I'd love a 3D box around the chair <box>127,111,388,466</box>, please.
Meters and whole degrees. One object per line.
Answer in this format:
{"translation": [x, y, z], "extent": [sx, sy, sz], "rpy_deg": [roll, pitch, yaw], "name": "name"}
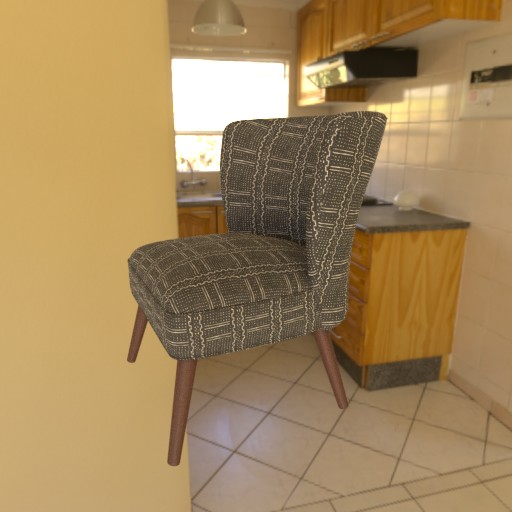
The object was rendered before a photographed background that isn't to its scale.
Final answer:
{"translation": [0.000, 0.000, 1.399], "extent": [0.758, 0.866, 0.710], "rpy_deg": [-7, 17, -24], "name": "chair"}
